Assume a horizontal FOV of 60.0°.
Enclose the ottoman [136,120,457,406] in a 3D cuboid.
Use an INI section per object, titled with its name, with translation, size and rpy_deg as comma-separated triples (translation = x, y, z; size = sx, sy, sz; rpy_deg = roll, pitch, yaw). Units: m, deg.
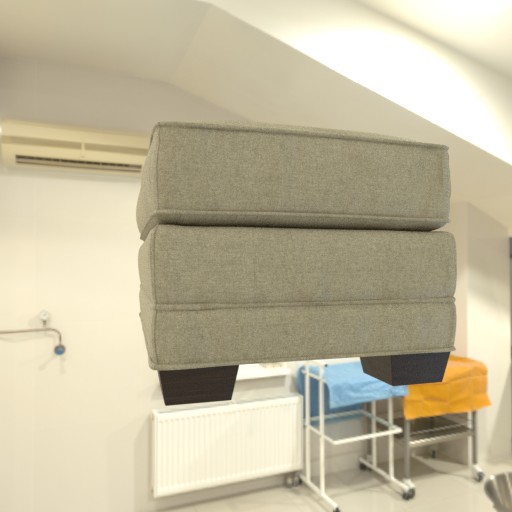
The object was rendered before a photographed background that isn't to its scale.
[ottoman]
translation = 0.000, 0.000, 1.178
size = 0.611, 0.508, 0.848
rpy_deg = 0, -1, -16
